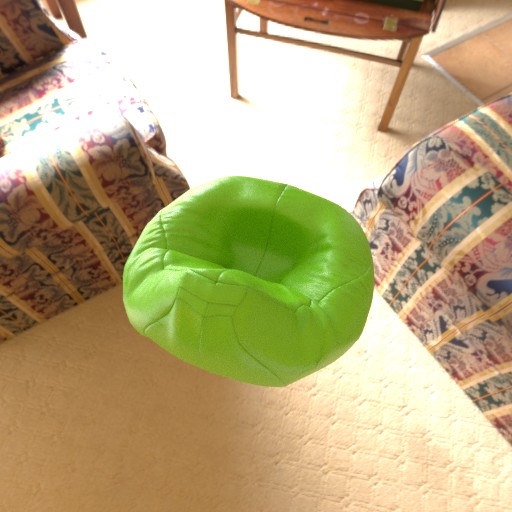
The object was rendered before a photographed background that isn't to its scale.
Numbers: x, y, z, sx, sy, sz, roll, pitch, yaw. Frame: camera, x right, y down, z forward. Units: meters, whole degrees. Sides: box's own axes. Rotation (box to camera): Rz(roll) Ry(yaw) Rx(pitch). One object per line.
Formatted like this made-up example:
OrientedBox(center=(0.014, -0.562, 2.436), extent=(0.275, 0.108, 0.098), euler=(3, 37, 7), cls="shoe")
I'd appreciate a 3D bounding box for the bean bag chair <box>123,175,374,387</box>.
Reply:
OrientedBox(center=(0.000, 0.000, 1.886), extent=(1.070, 0.990, 1.070), euler=(17, 64, 9), cls="bean bag chair")
